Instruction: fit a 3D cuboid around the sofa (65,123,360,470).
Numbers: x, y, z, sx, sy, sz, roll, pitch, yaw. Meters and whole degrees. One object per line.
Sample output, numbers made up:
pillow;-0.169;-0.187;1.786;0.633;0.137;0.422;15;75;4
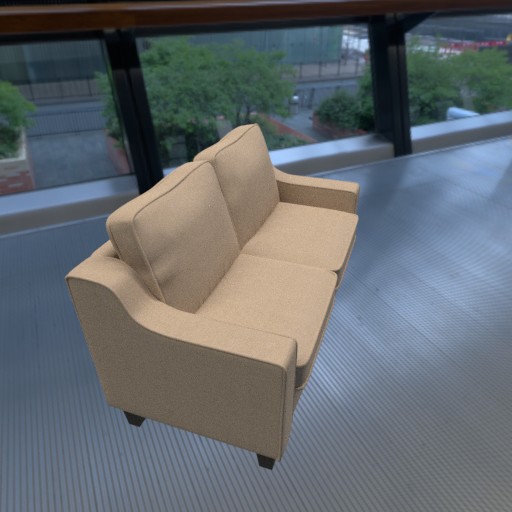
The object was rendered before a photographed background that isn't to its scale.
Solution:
sofa;0.000;0.000;3.535;1.351;1.562;2.587;10;33;17
